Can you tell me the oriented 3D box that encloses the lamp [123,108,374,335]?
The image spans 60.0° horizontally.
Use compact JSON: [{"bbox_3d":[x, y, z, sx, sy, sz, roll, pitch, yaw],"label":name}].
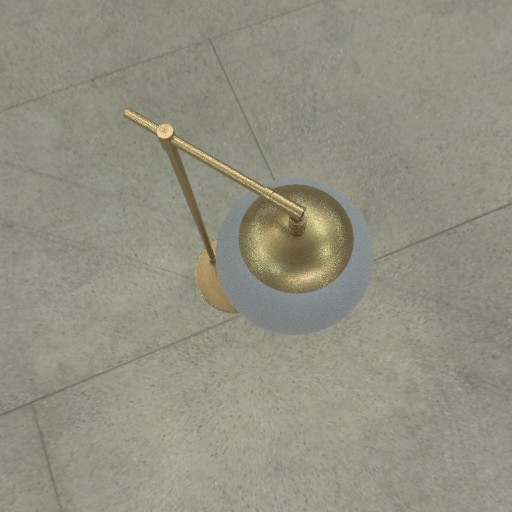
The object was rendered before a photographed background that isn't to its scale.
[{"bbox_3d":[0.000,0.000,0.708,0.324,0.559,0.207,31,77,8],"label":"lamp"}]
